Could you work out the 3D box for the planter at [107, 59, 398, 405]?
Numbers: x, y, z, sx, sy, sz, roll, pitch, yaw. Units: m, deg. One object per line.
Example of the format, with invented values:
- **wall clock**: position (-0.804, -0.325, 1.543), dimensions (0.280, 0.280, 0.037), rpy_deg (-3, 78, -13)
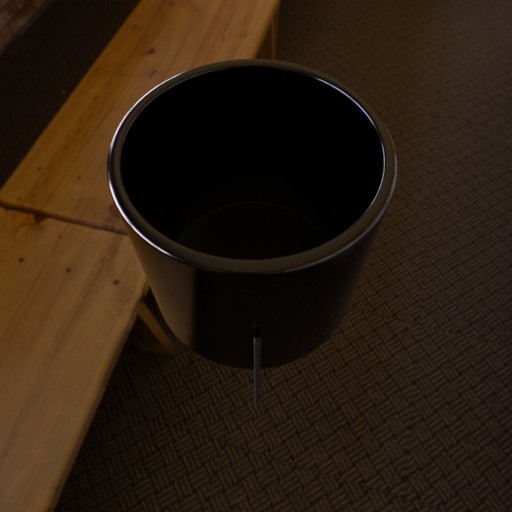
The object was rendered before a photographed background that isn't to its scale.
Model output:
- **planter**: position (0.000, 0.000, 0.642), dimensions (0.310, 0.432, 0.310), rpy_deg (-14, 60, -9)
